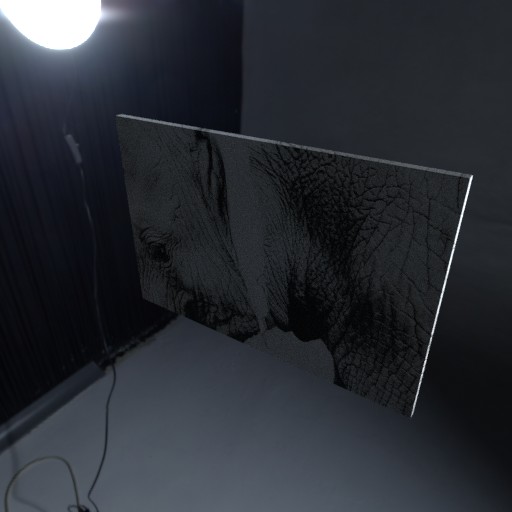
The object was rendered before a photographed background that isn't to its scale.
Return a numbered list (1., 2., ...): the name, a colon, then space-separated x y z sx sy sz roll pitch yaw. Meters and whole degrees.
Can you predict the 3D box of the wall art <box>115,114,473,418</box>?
1. wall art: 0.000 0.000 1.151 0.914 0.607 0.023 18 34 29
